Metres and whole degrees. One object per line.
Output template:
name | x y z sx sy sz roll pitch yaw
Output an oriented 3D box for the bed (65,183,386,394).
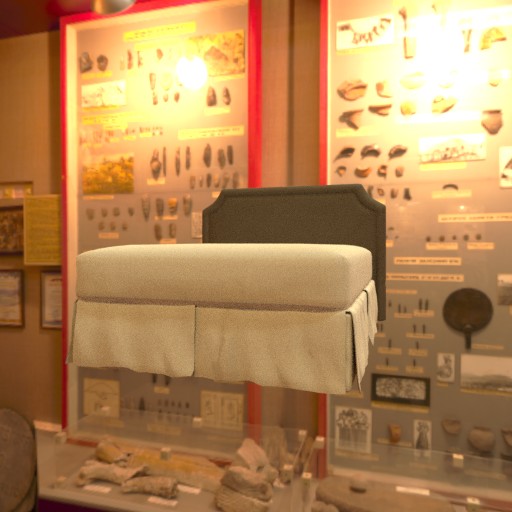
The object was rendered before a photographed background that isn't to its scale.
bed | 0.000 0.000 3.337 1.831 1.297 2.181 0 2 18
